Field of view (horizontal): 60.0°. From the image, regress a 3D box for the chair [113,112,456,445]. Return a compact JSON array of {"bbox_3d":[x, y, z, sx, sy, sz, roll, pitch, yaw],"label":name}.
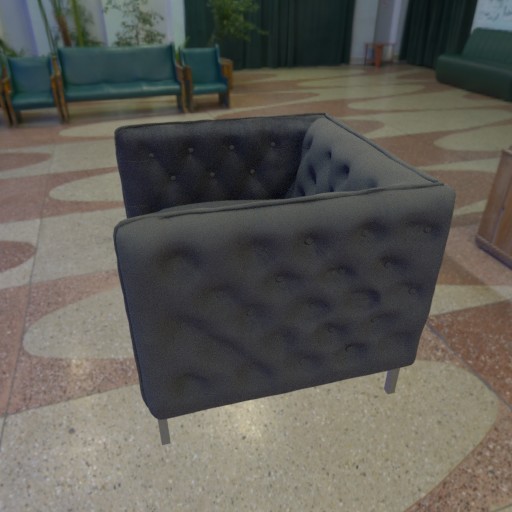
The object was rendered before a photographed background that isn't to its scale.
[{"bbox_3d":[0.000,0.000,1.624,0.913,0.807,0.946,-8,32,-13],"label":"chair"}]
